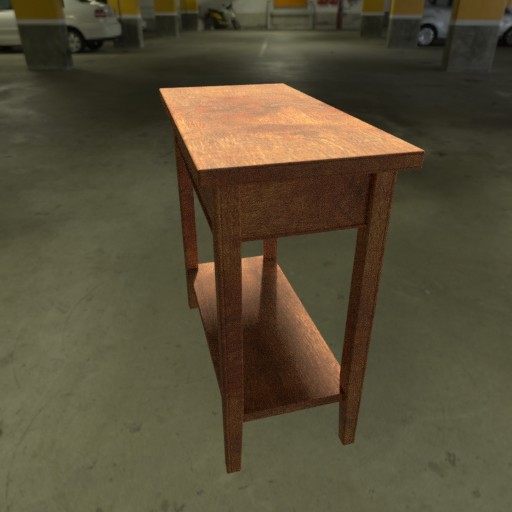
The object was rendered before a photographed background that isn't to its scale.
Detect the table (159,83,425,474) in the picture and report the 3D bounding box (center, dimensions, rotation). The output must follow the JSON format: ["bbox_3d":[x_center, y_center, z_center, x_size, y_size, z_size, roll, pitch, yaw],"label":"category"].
[{"bbox_3d":[0.000,0.000,0.961,0.305,0.610,0.610,-7,30,-13],"label":"table"}]
